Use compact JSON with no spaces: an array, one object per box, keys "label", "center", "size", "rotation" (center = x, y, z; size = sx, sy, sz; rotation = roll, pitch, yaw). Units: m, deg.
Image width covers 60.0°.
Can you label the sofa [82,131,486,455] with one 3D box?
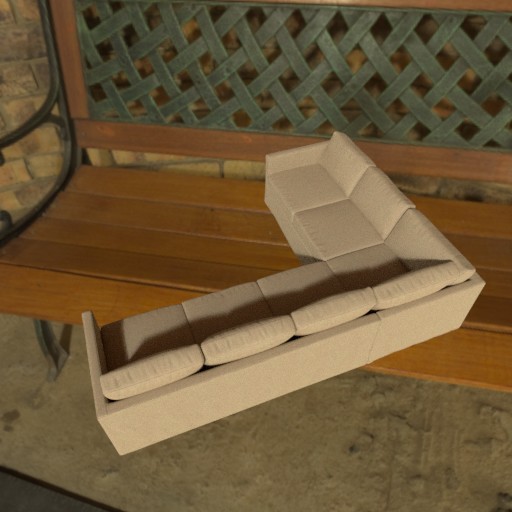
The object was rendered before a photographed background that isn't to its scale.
[{"label":"sofa","center":[0.000,0.000,4.225],"size":[3.182,0.871,2.432],"rotation":[-16,48,-14]}]
